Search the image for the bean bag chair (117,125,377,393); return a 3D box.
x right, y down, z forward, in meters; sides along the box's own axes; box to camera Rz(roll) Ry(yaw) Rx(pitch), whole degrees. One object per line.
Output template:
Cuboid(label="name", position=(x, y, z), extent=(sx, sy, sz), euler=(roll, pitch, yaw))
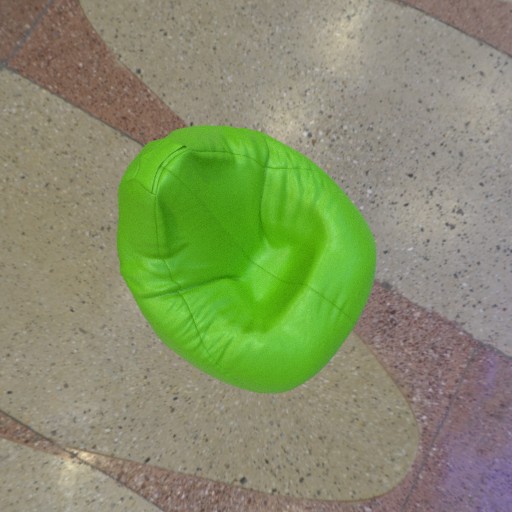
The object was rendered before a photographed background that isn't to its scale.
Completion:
Cuboid(label="bean bag chair", position=(0.000, 0.000, 1.885), extent=(1.070, 0.990, 1.070), euler=(31, 79, 7))
